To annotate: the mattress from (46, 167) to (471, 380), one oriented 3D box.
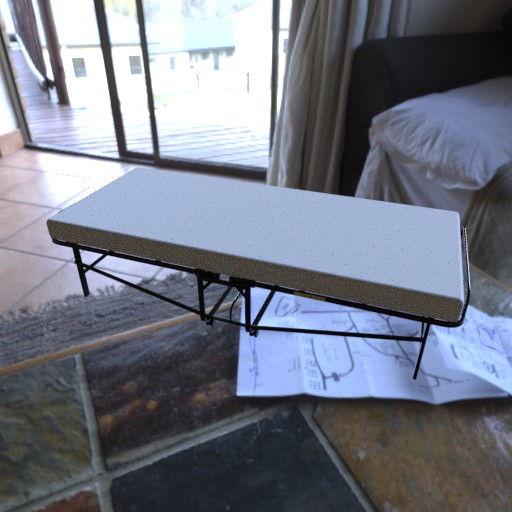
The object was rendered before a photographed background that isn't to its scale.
[{"bbox_3d":[0.000,0.000,2.544,2.153,0.519,0.922,11,33,17],"label":"mattress"}]
